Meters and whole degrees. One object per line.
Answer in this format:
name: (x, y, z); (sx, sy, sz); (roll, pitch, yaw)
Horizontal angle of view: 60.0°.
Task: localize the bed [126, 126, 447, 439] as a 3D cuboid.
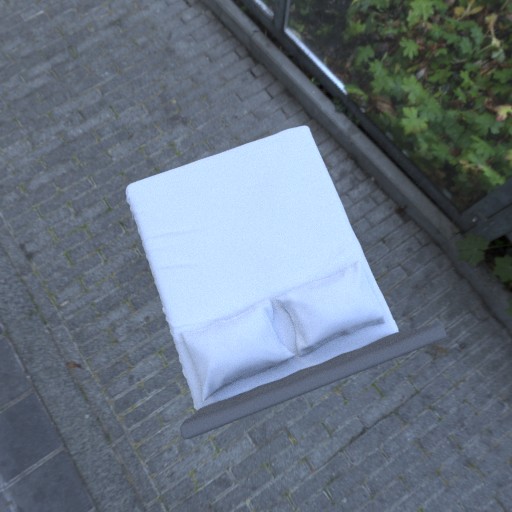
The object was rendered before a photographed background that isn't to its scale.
bed: (0.000, 0.000, 3.493); (1.936, 1.577, 2.222); (-20, 77, -5)
